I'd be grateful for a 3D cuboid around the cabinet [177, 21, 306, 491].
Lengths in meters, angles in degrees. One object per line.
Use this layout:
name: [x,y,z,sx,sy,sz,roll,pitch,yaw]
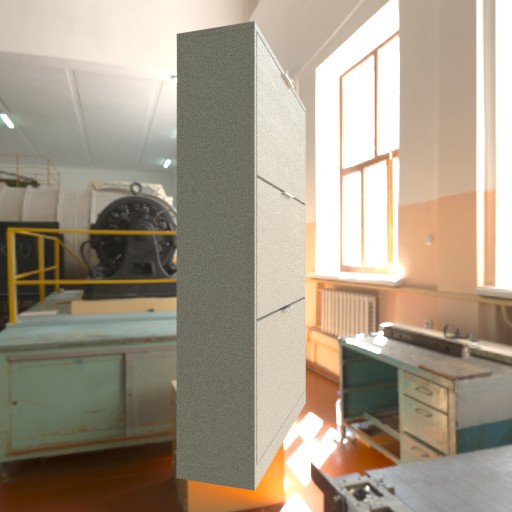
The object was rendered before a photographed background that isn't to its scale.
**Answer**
cabinet: [0.000,0.000,1.598,0.250,1.280,0.750,0,0,17]
